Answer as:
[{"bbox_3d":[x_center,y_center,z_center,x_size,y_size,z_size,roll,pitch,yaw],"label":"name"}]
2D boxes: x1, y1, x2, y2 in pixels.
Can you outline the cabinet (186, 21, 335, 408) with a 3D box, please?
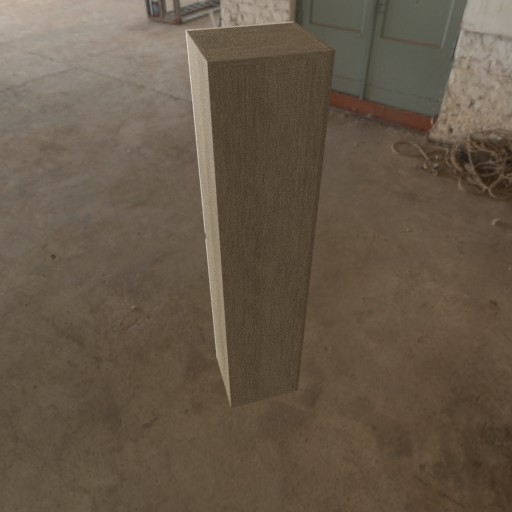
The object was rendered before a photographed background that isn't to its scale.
[{"bbox_3d":[0.000,0.000,1.540,0.300,1.400,0.270,-11,42,-13],"label":"cabinet"}]
